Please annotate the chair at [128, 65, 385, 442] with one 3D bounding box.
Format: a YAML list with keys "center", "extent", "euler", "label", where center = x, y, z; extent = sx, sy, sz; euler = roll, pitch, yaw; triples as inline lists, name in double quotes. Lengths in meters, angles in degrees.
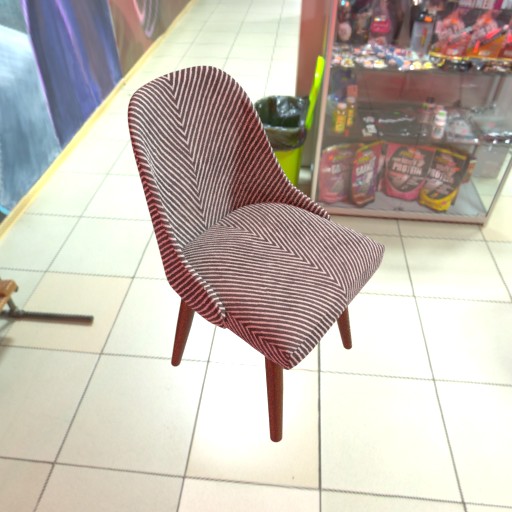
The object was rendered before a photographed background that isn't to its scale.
- center: [0.000, 0.000, 1.258]
  extent: [0.591, 0.883, 0.504]
  euler: [28, 49, 27]
  label: "chair"
